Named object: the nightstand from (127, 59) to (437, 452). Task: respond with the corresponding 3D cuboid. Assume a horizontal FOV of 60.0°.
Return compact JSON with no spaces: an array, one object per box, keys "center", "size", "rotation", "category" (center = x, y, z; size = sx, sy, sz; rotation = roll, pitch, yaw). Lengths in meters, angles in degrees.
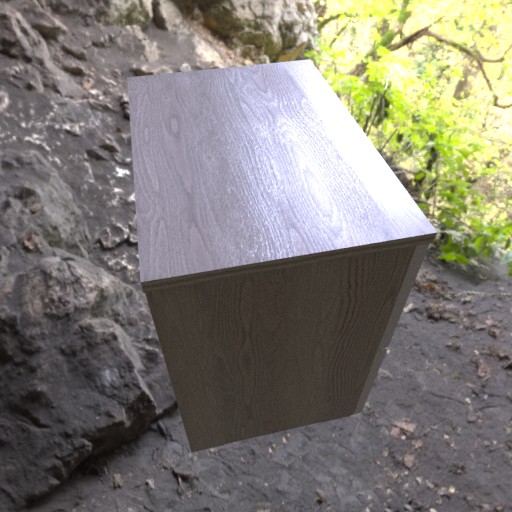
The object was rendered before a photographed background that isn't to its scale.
[{"center":[0.000,0.000,0.761],"size":[0.325,0.461,0.442],"rotation":[-9,47,-9],"category":"nightstand"}]
